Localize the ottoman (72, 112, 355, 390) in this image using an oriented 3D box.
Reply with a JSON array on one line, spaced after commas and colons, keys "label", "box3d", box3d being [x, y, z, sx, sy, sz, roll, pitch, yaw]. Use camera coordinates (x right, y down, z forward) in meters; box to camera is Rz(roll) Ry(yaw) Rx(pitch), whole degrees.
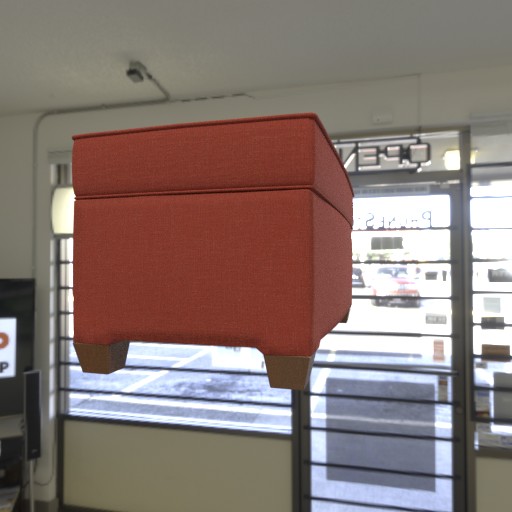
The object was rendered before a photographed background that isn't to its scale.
[{"label": "ottoman", "box3d": [0.000, 0.000, 1.210, 0.497, 0.454, 0.948, 0, -1, 16]}]
